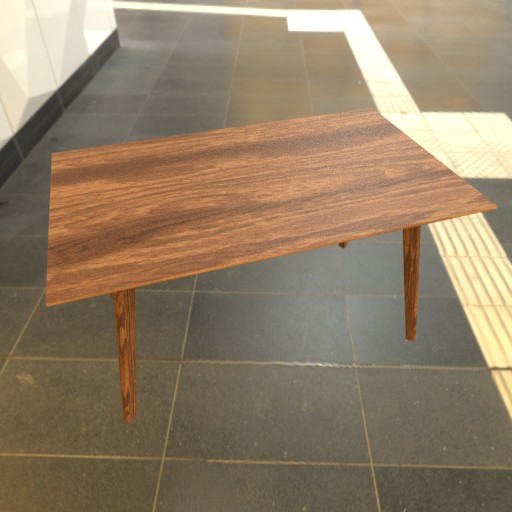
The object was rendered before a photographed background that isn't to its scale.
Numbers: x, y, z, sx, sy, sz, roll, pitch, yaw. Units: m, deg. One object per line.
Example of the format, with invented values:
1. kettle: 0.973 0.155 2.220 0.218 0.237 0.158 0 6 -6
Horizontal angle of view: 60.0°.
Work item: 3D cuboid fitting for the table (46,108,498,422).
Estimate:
1. table: 0.000 0.000 1.771 1.349 0.724 0.801 -12 43 -13
